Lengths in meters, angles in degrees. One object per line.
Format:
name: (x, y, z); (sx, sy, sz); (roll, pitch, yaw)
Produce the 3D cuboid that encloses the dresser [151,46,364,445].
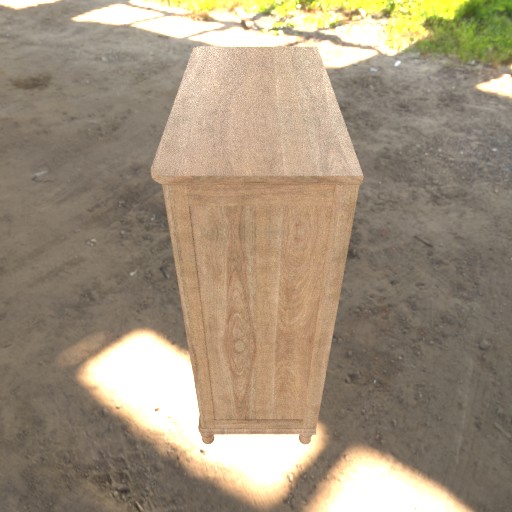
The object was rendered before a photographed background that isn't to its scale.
dresser: (0.000, 0.000, 1.790); (0.484, 1.318, 0.973); (0, 41, 0)
